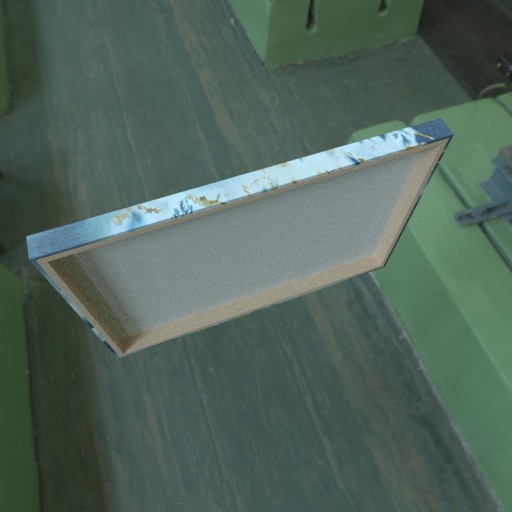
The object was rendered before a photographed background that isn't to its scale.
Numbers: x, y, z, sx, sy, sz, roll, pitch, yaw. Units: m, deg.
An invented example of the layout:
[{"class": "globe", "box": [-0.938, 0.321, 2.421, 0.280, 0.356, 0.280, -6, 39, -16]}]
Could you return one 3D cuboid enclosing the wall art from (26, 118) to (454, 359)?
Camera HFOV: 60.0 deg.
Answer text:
[{"class": "wall art", "box": [0.000, 0.000, 0.781, 0.607, 0.405, 0.036, -18, 61, -10]}]
